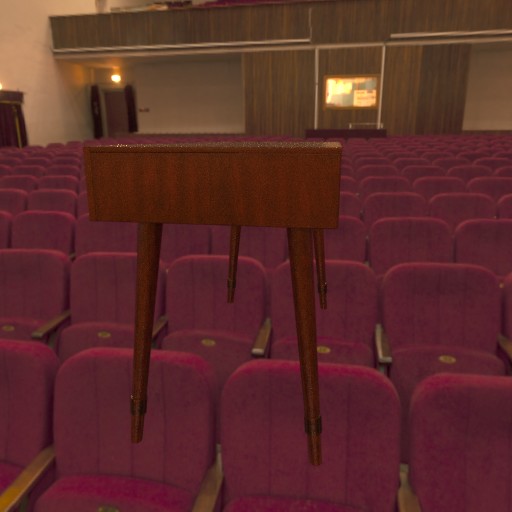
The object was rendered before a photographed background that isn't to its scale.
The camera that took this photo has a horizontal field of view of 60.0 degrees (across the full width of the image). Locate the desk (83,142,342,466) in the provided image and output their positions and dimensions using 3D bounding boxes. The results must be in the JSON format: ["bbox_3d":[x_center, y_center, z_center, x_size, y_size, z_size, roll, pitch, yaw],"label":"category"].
[{"bbox_3d":[0.000,0.000,2.094,0.734,1.031,1.577,3,15,10],"label":"desk"}]
